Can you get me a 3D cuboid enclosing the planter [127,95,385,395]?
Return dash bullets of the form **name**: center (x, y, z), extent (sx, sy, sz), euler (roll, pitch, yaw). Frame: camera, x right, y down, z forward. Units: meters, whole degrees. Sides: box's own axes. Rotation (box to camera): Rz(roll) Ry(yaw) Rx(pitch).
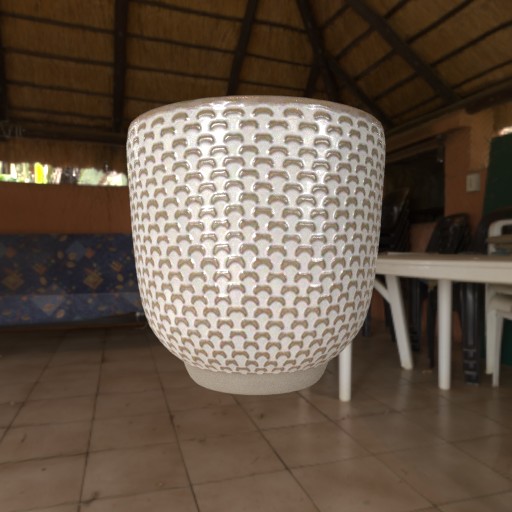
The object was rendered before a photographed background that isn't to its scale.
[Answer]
- **planter**: center (0.000, 0.000, 0.353), extent (0.197, 0.191, 0.197), euler (0, 1, 0)
